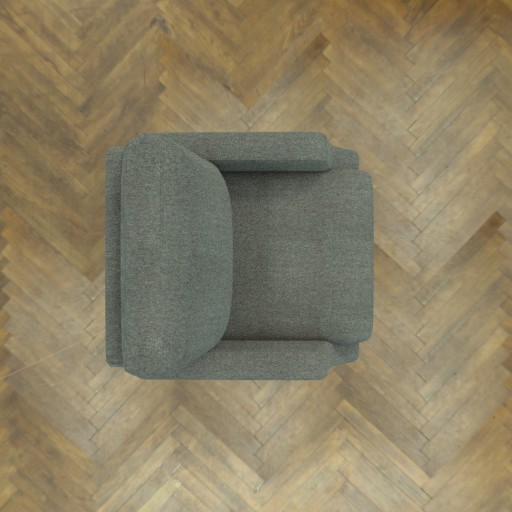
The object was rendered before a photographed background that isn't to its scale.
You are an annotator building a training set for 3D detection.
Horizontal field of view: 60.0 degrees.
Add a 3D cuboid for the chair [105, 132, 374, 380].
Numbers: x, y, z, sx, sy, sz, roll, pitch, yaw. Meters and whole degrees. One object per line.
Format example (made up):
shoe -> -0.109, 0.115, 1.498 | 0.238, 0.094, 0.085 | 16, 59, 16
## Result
chair -> 0.000, 0.000, 1.646 | 0.897, 0.993, 0.855 | 0, 90, 1
